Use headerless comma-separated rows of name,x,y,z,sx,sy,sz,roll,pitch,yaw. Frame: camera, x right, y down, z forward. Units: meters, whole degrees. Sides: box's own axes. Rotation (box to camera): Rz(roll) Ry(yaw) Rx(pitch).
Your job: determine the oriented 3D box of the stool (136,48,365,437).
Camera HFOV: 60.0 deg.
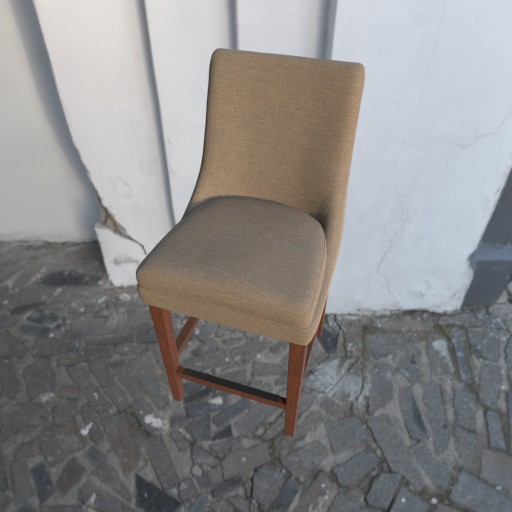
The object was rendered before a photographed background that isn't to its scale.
stool,0.000,0.000,1.303,0.470,0.981,0.577,13,43,14
